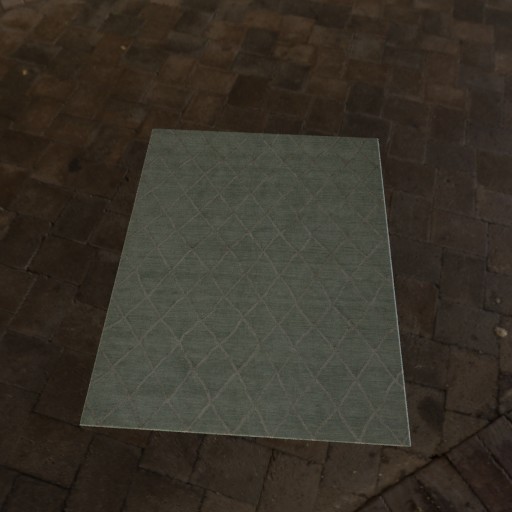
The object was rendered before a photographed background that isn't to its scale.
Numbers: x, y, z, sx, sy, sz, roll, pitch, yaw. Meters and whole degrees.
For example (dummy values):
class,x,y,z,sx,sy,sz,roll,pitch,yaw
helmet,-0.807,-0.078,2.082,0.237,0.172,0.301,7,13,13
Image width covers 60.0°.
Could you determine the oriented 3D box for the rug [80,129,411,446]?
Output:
class,x,y,z,sx,sy,sz,roll,pitch,yaw
rug,0.000,0.000,3.994,2.420,0.019,3.039,3,60,2
